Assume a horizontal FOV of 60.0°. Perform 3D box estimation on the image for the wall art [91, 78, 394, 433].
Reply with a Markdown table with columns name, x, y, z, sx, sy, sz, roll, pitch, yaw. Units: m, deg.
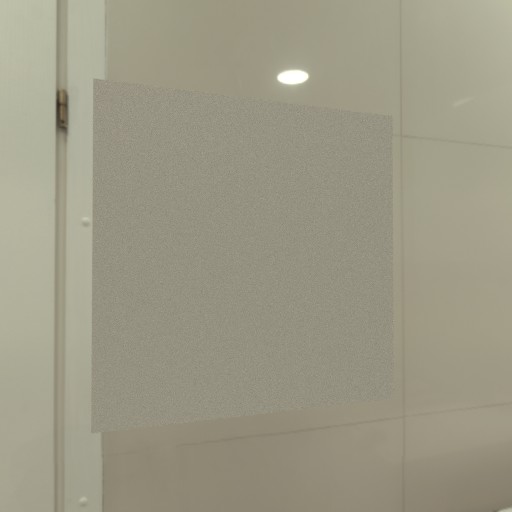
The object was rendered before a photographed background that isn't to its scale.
| name | x | y | z | sx | sy | sz | roll | pitch | yaw |
| --- | --- | --- | --- | --- | --- | --- | --- | --- | --- |
| wall art | 0.000 | 0.000 | 0.513 | 0.355 | 0.355 | 0.027 | 0 | -1 | -19 |
